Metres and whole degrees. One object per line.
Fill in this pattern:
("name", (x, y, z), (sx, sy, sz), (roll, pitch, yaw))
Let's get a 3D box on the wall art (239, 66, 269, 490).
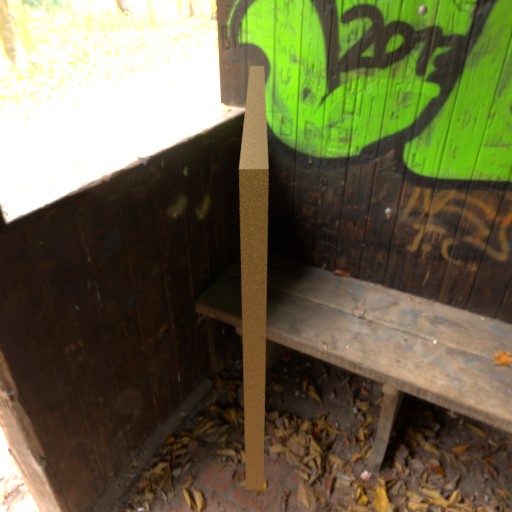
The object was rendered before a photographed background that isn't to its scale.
("wall art", (0.000, 0.000, 2.814), (0.099, 1.926, 1.926), (0, 33, 0))
